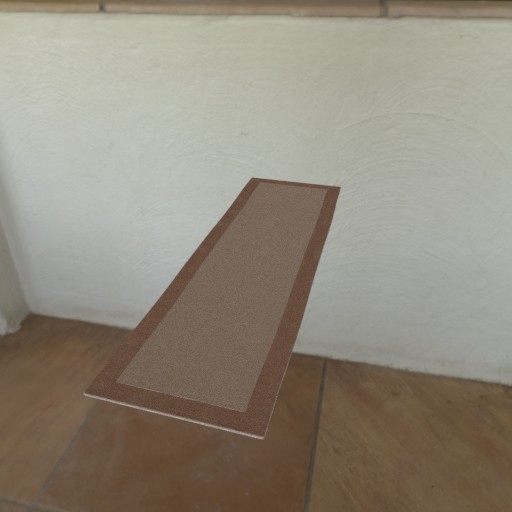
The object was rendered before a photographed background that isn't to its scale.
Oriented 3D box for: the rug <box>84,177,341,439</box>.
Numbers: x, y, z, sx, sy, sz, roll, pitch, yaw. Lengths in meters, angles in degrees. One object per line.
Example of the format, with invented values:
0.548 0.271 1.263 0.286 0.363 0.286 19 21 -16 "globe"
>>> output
0.000 0.000 2.696 0.767 0.012 2.430 8 33 13 "rug"
